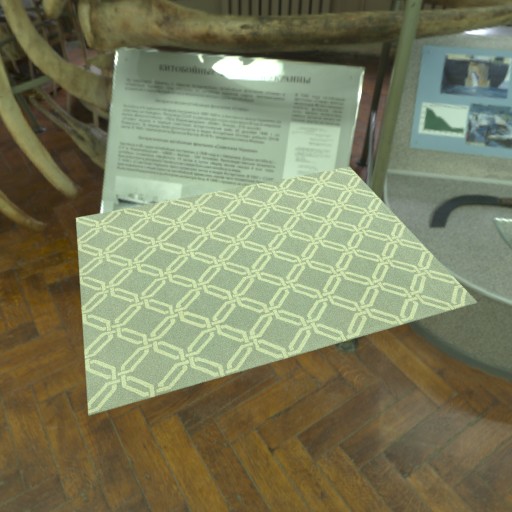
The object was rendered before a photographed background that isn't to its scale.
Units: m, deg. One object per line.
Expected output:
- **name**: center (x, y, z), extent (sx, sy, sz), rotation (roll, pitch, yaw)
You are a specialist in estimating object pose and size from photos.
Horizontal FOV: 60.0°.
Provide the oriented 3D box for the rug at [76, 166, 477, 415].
- **rug**: center (0.000, 0.000, 4.418), extent (3.353, 0.013, 2.438), rotation (-13, 44, -14)
